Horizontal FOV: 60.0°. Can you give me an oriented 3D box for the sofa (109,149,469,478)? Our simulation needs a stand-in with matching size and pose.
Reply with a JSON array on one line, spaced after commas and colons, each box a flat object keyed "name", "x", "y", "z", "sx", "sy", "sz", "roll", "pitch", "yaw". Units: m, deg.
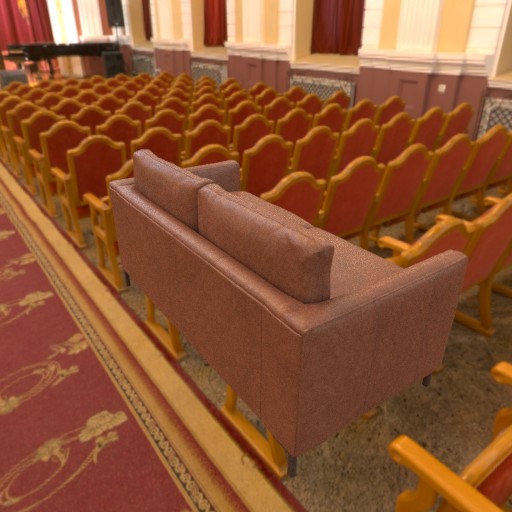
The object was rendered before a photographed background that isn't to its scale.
[{"name": "sofa", "x": 0.000, "y": 0.000, "z": 2.271, "sx": 0.899, "sy": 0.883, "sz": 1.797, "roll": -18, "pitch": 32, "yaw": -31}]
